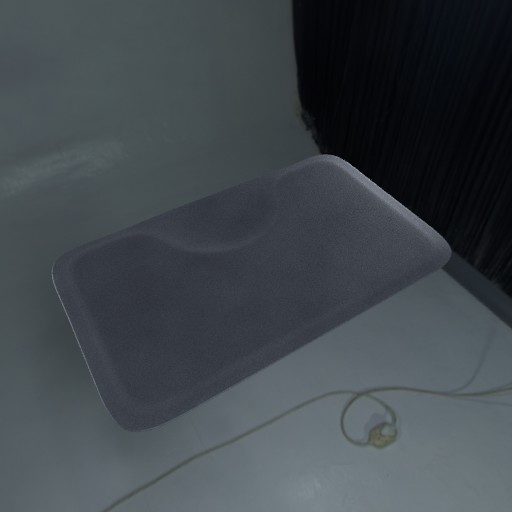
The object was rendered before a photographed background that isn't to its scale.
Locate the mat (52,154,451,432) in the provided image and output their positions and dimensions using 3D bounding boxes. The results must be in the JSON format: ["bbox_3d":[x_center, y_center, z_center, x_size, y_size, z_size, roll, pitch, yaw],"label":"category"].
[{"bbox_3d":[0.000,0.000,1.865,1.524,0.013,0.918,-25,52,-21],"label":"mat"}]
